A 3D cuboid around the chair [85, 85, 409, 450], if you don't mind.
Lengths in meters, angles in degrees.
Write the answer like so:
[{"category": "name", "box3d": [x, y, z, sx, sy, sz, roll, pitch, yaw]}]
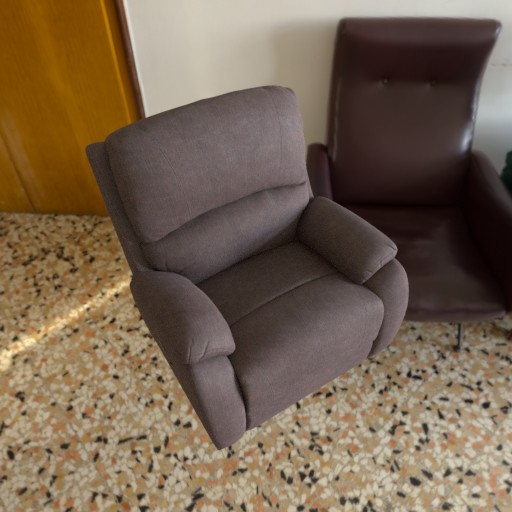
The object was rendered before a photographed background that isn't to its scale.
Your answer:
[{"category": "chair", "box3d": [0.000, 0.000, 1.728, 0.930, 1.011, 0.899, -24, 51, -22]}]
